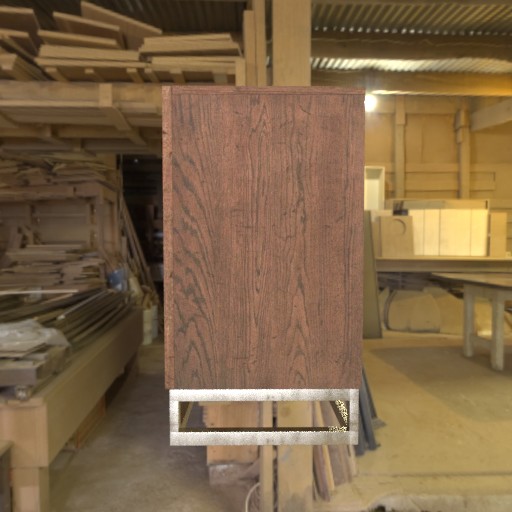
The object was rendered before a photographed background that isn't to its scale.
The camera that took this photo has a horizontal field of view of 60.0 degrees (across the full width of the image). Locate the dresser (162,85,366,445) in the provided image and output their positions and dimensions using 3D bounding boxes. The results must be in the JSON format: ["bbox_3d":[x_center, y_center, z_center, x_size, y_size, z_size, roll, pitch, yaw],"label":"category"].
[{"bbox_3d":[0.000,0.000,2.124,0.623,1.061,1.646,0,3,-1],"label":"dresser"}]
